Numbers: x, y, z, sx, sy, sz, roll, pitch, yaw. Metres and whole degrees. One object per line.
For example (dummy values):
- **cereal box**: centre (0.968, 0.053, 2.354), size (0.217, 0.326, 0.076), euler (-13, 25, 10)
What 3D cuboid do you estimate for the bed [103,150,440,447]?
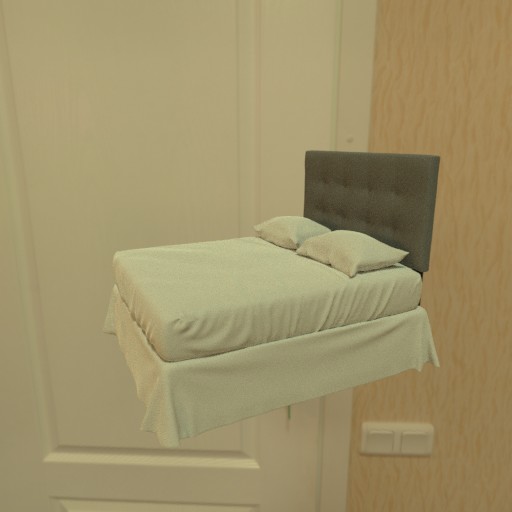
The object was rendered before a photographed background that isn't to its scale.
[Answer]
- **bed**: centre (0.000, 0.000, 3.506), size (2.222, 1.577, 1.936), euler (-7, 16, -25)
